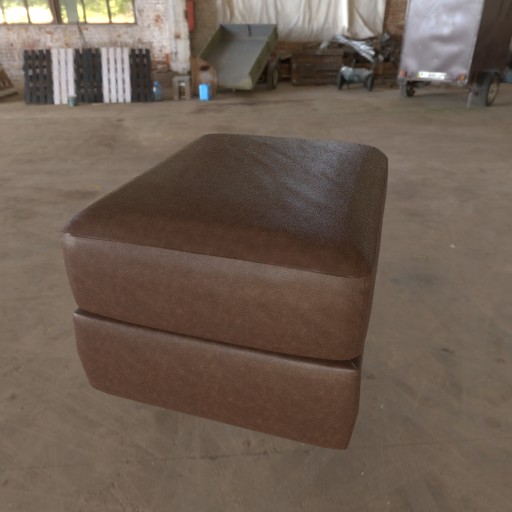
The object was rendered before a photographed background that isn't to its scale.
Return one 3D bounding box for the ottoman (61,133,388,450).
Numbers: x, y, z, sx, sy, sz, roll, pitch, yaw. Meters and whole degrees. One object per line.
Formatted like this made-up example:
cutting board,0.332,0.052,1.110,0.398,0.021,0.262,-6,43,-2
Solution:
ottoman,0.000,0.000,1.137,0.603,0.476,0.751,8,30,15
